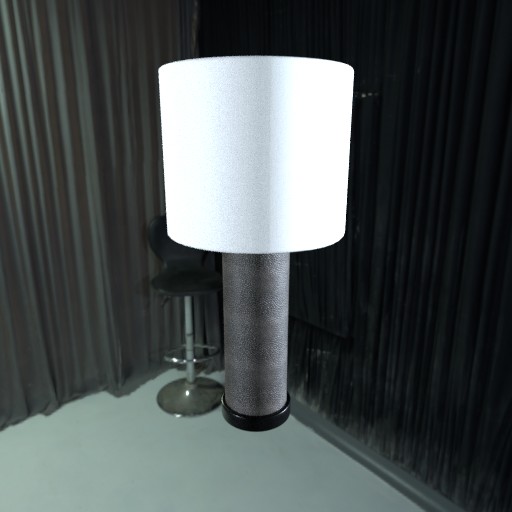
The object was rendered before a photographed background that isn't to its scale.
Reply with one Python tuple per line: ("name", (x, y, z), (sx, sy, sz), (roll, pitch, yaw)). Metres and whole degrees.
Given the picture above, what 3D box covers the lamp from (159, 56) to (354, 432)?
("lamp", (0.000, 0.000, 0.792), (0.305, 0.634, 0.305), (-14, 21, -41))
